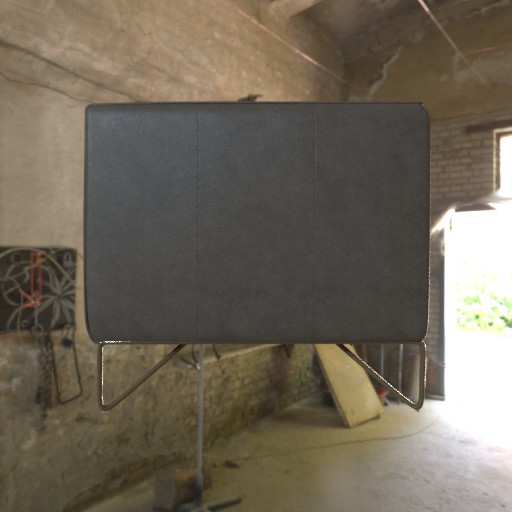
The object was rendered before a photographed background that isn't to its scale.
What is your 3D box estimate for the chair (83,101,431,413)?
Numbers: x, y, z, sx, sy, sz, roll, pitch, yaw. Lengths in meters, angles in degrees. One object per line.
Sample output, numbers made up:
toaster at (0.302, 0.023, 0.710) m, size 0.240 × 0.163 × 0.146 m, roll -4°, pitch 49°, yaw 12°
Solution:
chair at (0.000, 0.000, 1.535) m, size 0.894 × 0.790 × 0.880 m, roll 0°, pitch 0°, yaw 0°
